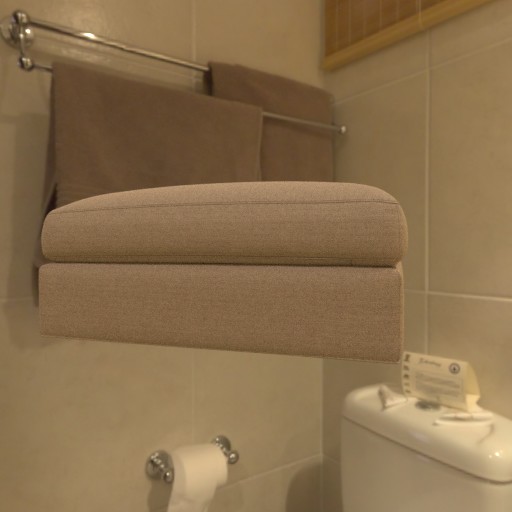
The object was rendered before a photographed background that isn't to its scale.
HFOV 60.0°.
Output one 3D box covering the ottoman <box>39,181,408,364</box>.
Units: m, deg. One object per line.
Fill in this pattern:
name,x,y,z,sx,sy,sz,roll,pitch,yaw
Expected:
ottoman,0.000,0.000,1.624,1.041,0.470,1.041,0,1,18
